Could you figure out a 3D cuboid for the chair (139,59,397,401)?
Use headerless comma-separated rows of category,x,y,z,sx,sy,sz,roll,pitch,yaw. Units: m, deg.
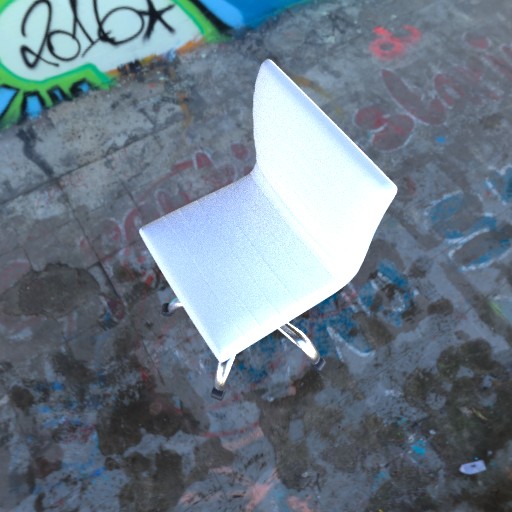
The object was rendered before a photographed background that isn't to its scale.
chair,0.000,0.000,1.114,0.530,0.780,0.556,-30,66,-15
